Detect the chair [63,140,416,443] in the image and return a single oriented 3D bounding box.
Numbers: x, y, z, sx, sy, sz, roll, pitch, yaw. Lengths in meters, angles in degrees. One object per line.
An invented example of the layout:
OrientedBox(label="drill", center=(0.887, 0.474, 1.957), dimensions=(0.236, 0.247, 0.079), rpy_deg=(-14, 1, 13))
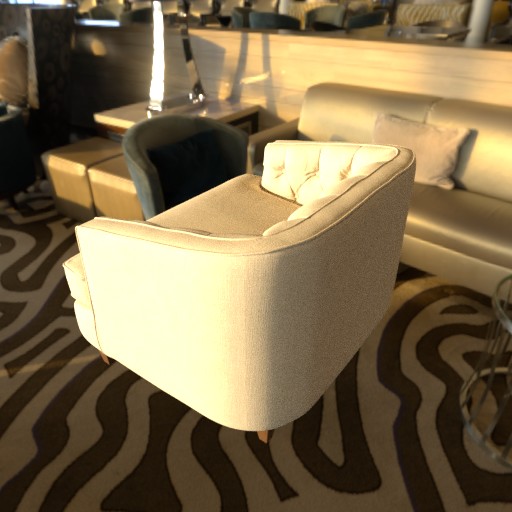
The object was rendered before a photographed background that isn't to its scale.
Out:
OrientedBox(label="chair", center=(0.000, 0.000, 1.719), dimensions=(0.914, 0.787, 1.118), rpy_deg=(21, 37, 31))
